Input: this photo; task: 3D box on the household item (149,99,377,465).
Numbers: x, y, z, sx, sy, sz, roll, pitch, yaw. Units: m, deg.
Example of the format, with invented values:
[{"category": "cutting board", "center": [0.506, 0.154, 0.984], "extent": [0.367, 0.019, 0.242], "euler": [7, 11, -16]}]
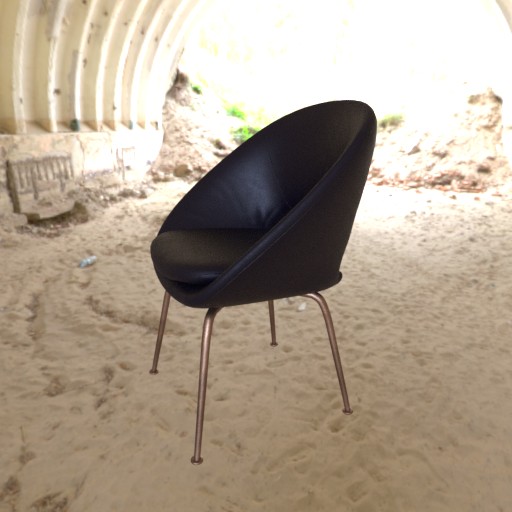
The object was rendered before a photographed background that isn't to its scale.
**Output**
[{"category": "household item", "center": [0.000, 0.000, 1.264], "extent": [0.573, 0.852, 0.623], "euler": [-8, 18, -25]}]
